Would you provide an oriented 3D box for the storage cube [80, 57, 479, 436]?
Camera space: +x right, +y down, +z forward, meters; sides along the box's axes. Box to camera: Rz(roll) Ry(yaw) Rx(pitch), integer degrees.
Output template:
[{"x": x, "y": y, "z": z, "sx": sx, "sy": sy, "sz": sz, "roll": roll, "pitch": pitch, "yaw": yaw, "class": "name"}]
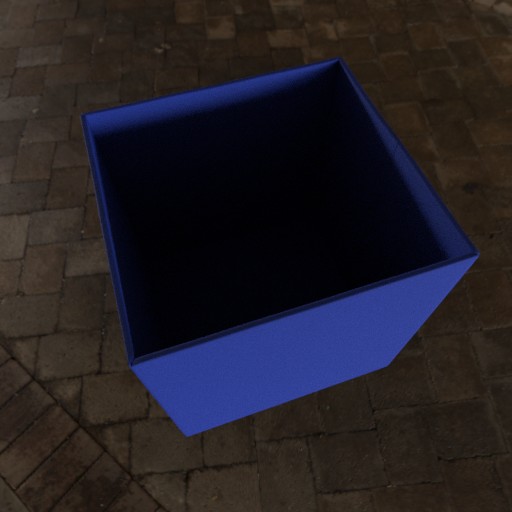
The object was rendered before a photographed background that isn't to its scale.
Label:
[{"x": 0.000, "y": 0.000, "z": 0.493, "sx": 0.270, "sy": 0.280, "sz": 0.270, "roll": -16, "pitch": 60, "yaw": -10, "class": "storage cube"}]
